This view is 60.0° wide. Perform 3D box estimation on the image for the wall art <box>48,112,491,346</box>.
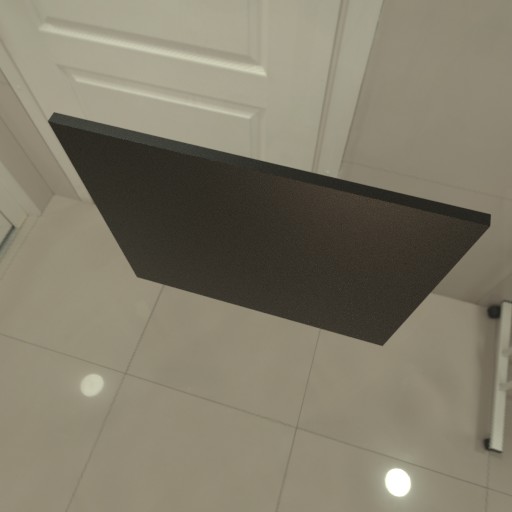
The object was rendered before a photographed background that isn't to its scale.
[{"bbox_3d":[0.000,0.000,0.518,0.383,0.332,0.012,15,64,8],"label":"wall art"}]
